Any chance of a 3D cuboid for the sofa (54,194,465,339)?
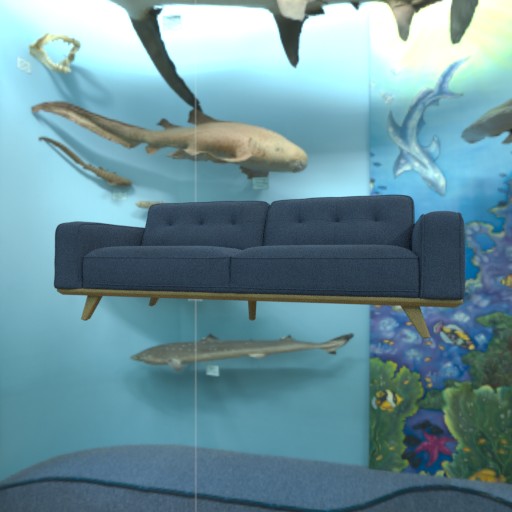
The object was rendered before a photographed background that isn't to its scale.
[{"bbox_3d":[0.000,0.000,2.759,2.270,0.782,0.953,0,0,17],"label":"sofa"}]
